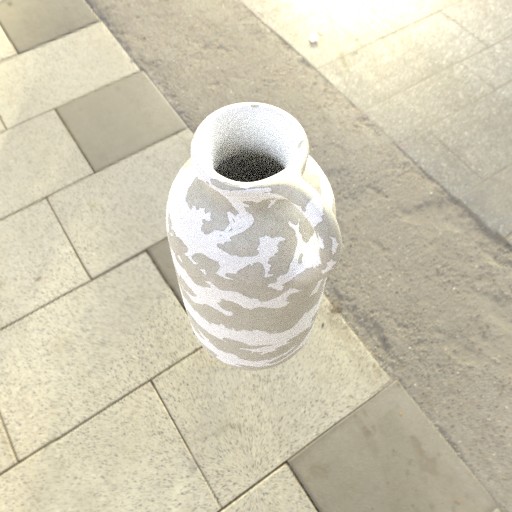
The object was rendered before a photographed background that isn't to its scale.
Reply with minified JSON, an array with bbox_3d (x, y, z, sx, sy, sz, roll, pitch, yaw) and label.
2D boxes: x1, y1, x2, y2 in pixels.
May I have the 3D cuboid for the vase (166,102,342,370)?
[{"bbox_3d":[0.000,0.000,0.495,0.186,0.382,0.203,-33,67,-16],"label":"vase"}]
